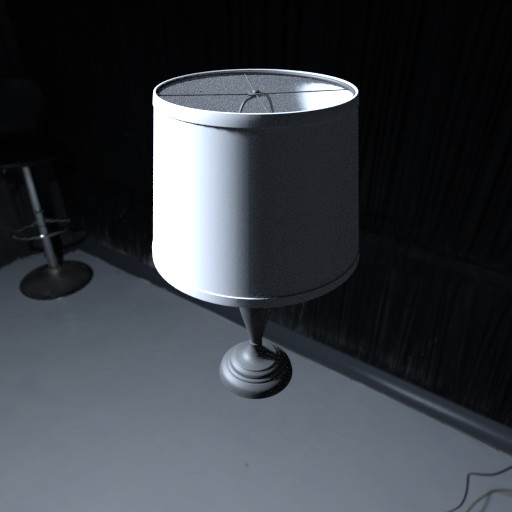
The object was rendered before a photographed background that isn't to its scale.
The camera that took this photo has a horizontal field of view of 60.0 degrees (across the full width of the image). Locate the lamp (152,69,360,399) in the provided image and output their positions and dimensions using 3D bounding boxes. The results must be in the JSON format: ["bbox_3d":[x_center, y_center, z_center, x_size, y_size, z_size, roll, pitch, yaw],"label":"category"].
[{"bbox_3d":[0.000,0.000,0.690,0.310,0.501,0.310,0,32,0],"label":"lamp"}]
